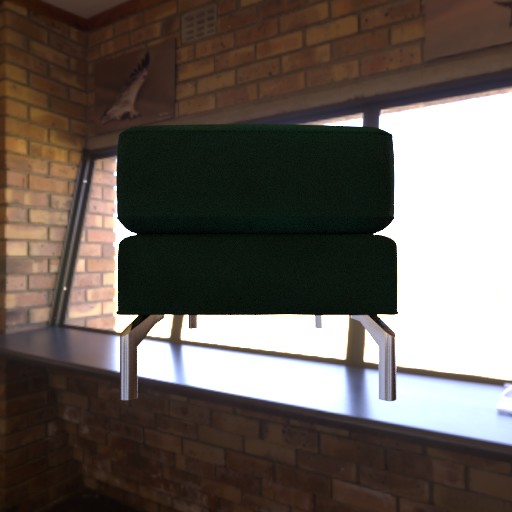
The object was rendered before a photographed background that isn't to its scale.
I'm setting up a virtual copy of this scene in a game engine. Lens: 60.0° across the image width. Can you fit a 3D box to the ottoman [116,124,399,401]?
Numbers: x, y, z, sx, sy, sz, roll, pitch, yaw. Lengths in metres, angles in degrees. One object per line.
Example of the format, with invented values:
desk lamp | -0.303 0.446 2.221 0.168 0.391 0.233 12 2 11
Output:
ottoman | 0.000 0.000 1.240 0.536 0.533 0.886 0 -1 0
